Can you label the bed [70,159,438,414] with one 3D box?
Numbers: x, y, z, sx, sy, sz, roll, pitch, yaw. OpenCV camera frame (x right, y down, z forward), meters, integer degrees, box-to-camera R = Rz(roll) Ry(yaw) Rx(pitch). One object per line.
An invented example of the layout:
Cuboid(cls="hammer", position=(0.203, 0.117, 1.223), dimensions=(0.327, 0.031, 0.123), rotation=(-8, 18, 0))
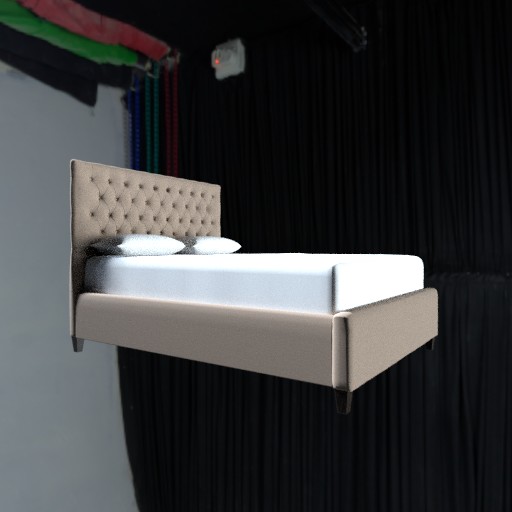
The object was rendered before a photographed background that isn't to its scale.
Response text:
Cuboid(cls="bed", position=(0.000, 0.000, 3.334), dimensions=(2.233, 1.426, 1.696), rotation=(1, 1, 35))
